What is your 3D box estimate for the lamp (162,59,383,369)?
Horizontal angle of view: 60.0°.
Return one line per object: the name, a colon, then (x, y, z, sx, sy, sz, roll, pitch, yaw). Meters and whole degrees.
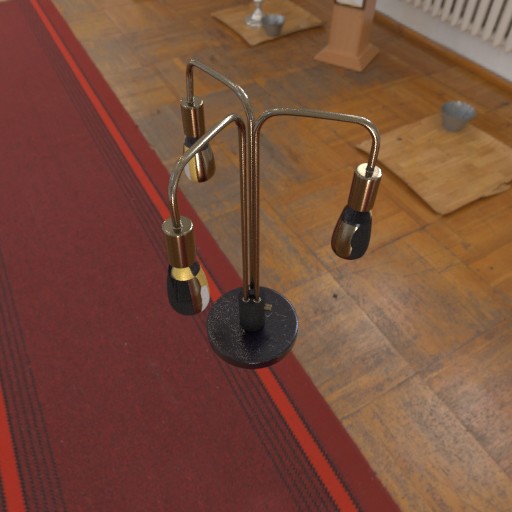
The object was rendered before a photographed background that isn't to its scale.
lamp: (0.000, 0.000, 0.783, 0.368, 0.560, 0.355, 11, 49, 10)
